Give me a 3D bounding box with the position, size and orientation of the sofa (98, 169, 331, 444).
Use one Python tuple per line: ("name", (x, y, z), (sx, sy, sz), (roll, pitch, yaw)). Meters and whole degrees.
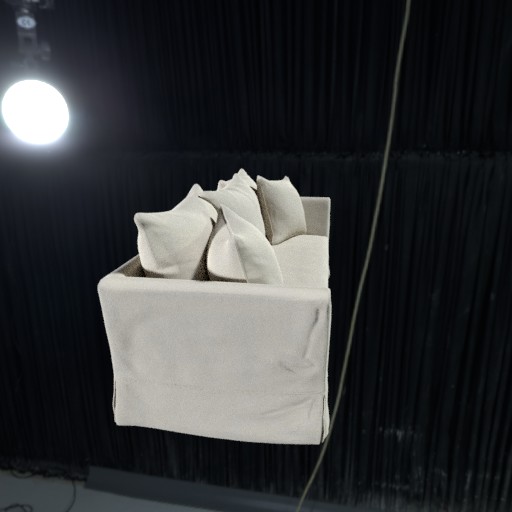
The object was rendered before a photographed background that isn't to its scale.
("sofa", (0.000, 0.000, 3.047), (1.046, 1.047, 2.499), (3, 16, 9))
